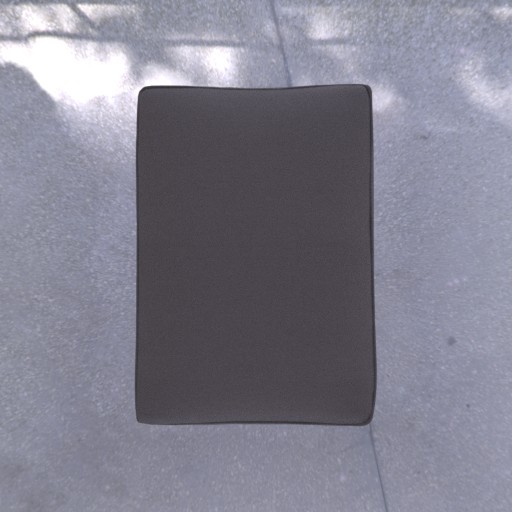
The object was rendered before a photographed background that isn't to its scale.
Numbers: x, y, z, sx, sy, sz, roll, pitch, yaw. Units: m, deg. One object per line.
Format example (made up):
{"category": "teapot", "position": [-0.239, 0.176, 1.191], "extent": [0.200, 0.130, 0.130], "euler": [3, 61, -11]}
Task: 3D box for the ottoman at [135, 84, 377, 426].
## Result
{"category": "ottoman", "position": [0.000, 0.000, 1.010], "extent": [0.508, 0.406, 0.686], "euler": [0, 88, 1]}
